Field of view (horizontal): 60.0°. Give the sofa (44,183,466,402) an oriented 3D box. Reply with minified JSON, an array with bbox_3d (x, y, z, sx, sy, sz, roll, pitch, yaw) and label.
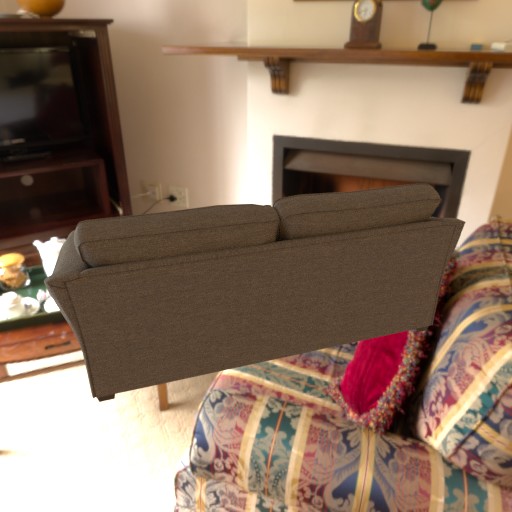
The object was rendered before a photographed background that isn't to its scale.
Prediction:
[{"bbox_3d":[0.000,0.000,2.757,2.270,0.950,0.971,-8,28,-16],"label":"sofa"}]
